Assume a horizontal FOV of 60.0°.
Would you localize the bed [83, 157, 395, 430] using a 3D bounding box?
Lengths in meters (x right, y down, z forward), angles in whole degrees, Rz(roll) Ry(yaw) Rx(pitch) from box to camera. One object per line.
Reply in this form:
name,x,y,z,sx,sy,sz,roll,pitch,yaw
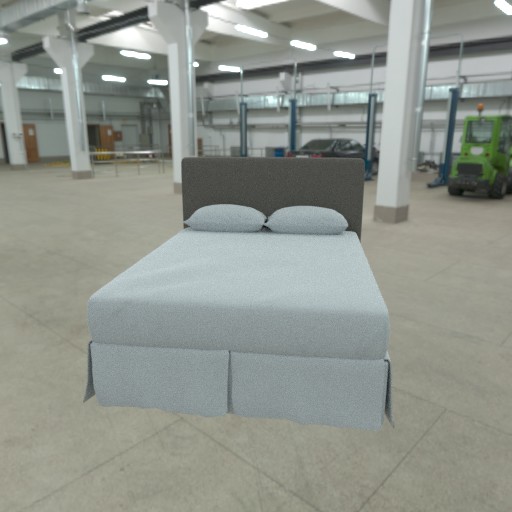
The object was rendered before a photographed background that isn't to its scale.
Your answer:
bed,0.000,0.000,3.264,1.748,1.330,2.142,2,15,7
